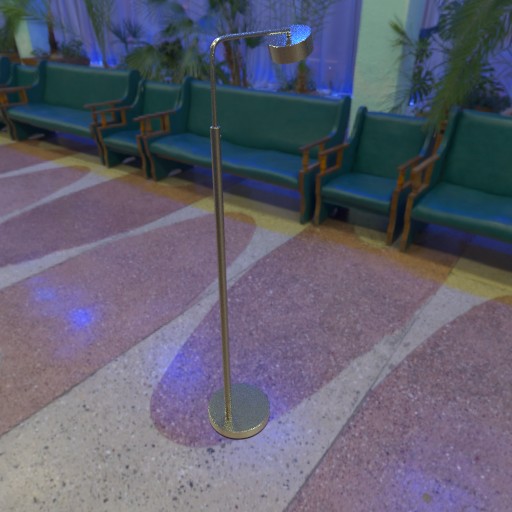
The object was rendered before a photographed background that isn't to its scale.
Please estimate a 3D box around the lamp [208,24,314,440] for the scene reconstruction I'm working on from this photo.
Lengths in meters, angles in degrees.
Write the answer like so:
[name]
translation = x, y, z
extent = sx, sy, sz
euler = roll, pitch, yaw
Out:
[lamp]
translation = 0.000, 0.000, 1.367
extent = 0.222, 1.250, 0.421
euler = 22, 37, 32
